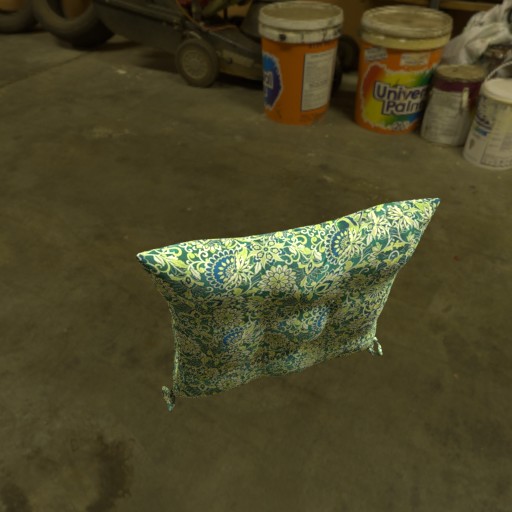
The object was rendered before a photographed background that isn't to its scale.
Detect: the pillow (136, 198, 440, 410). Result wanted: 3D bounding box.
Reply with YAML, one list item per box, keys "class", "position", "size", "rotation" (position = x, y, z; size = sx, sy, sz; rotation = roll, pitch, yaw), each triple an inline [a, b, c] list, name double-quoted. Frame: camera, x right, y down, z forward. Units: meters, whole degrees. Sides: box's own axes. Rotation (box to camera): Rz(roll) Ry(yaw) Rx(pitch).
- class: "pillow"
  position: [0.000, 0.000, 1.034]
  size: [0.541, 0.536, 0.585]
  rotation: [-11, 42, -13]
